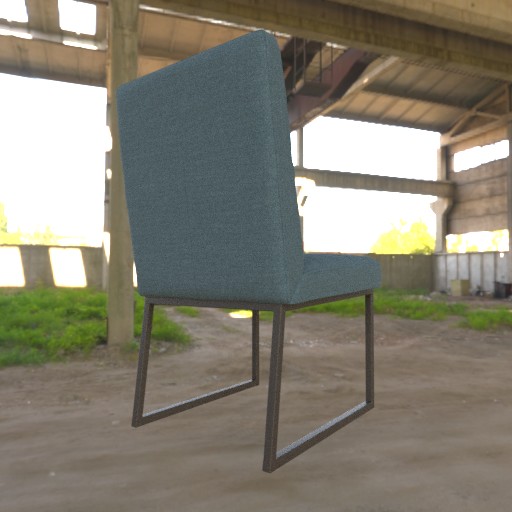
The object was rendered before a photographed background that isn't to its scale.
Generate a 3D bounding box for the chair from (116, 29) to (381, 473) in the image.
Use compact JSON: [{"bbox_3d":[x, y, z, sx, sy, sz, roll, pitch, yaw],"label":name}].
[{"bbox_3d":[0.000,0.000,1.282,0.520,0.930,0.634,-1,-2,37],"label":"chair"}]
